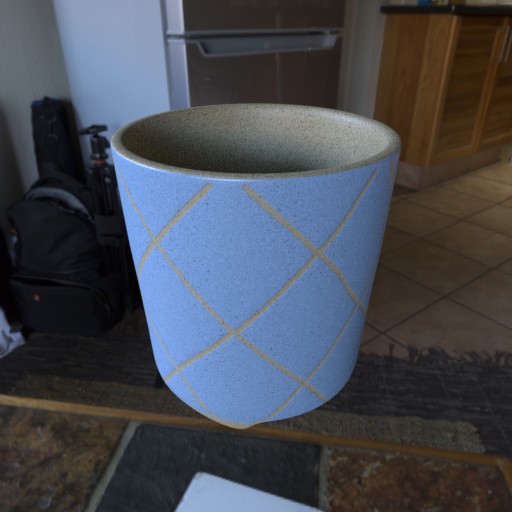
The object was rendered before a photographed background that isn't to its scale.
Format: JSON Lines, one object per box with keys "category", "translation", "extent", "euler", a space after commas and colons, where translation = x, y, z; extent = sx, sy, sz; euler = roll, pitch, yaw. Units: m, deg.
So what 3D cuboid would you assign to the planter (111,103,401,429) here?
{"category": "planter", "translation": [0.000, 0.000, 0.416], "extent": [0.227, 0.235, 0.227], "euler": [0, 30, 0]}
